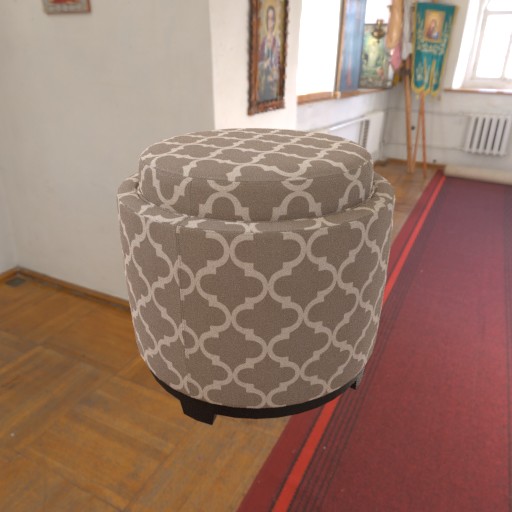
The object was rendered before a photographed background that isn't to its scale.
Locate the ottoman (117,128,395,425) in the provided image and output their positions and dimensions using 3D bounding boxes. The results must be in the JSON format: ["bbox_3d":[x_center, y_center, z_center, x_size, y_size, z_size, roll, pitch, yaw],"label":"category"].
[{"bbox_3d":[0.000,0.000,0.840,0.480,0.429,0.480,0,25,0],"label":"ottoman"}]
